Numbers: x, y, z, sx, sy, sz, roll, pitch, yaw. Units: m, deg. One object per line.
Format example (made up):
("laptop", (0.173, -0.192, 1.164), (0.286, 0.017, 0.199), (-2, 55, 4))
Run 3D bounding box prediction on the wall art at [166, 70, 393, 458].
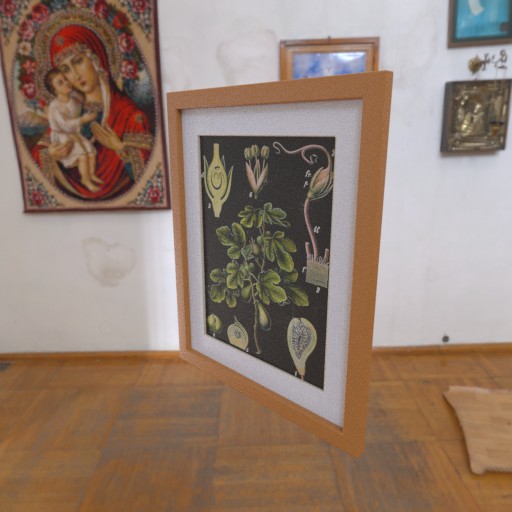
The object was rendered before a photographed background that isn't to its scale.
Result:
("wall art", (0.000, 0.000, 0.762), (0.452, 0.553, 0.022), (15, 21, 42))
